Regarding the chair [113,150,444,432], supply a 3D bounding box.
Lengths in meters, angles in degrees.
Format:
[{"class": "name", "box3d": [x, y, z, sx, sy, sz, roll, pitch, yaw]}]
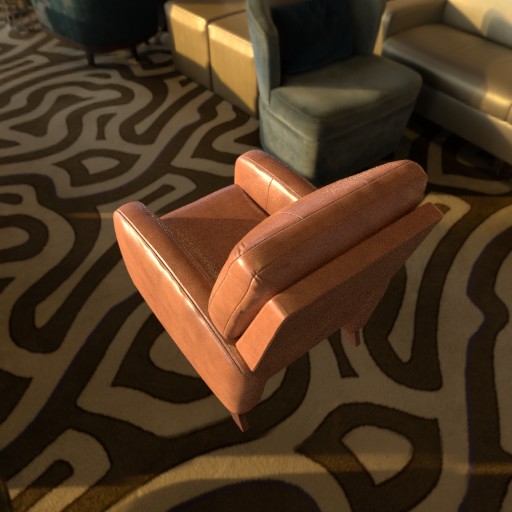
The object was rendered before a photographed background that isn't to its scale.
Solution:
[{"class": "chair", "box3d": [0.000, 0.000, 1.685, 0.762, 0.990, 0.990, -29, 53, -25]}]
